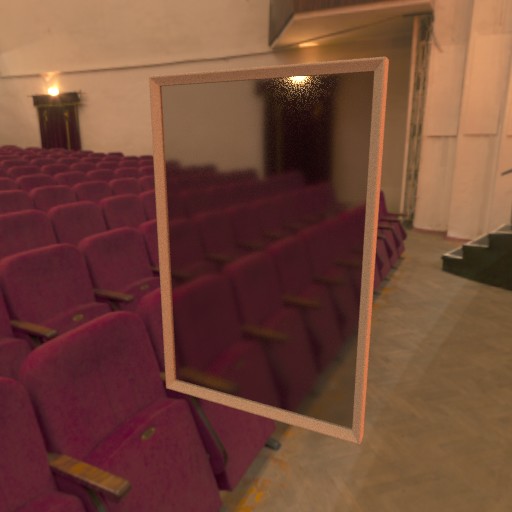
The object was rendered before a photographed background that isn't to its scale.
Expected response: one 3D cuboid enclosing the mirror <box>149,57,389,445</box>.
[{"bbox_3d":[0.000,0.000,1.163,0.609,0.915,0.041,7,16,26],"label":"mirror"}]
